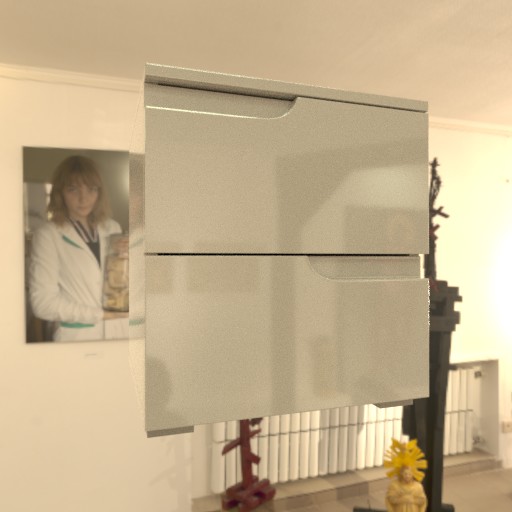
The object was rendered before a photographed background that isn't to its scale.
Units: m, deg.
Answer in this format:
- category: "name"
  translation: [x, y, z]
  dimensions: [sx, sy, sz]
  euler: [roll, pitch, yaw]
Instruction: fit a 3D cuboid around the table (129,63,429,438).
- category: "table"
  translation: [0.000, 0.000, 0.796]
  dimensions: [0.420, 0.470, 0.400]
  euler: [0, 0, -19]
